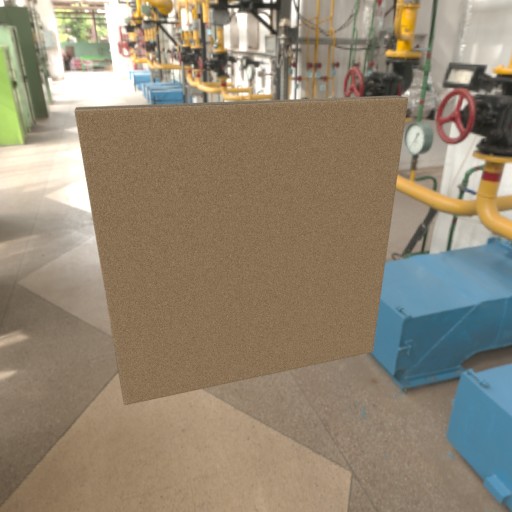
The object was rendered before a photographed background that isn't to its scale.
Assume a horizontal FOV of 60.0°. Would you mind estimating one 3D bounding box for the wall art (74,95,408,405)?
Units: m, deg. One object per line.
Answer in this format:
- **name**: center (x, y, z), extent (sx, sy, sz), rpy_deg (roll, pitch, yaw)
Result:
- **wall art**: center (0.000, 0.000, 1.137), extent (0.749, 0.751, 0.050), rpy_deg (-8, 27, -16)
